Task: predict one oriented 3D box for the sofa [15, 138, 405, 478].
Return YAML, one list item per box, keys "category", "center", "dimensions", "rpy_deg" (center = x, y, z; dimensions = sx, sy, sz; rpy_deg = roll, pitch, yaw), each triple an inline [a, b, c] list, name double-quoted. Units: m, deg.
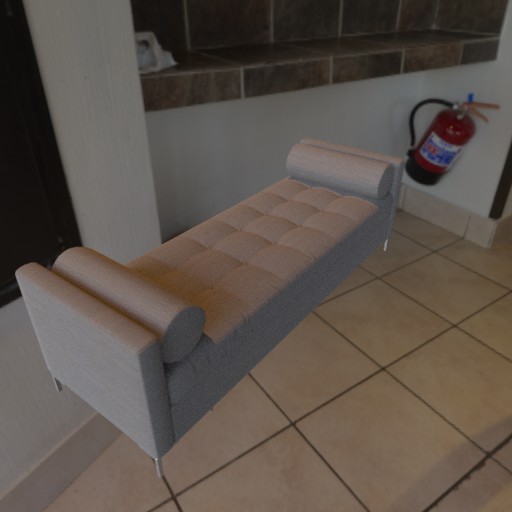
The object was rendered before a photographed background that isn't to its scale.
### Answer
- category: "sofa"
  center: [0.000, 0.000, 2.236]
  dimensions: [0.686, 0.635, 1.981]
  rpy_deg: [22, 38, 31]
